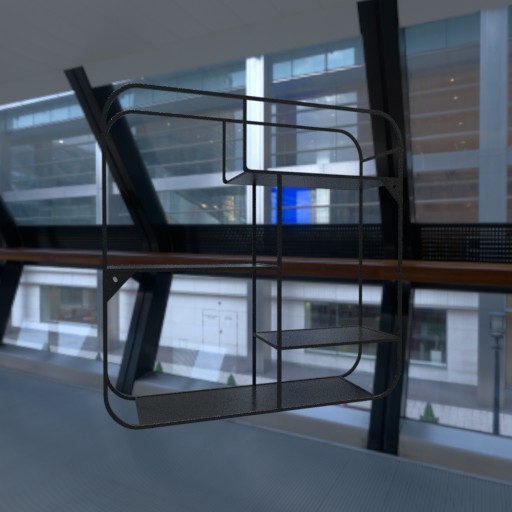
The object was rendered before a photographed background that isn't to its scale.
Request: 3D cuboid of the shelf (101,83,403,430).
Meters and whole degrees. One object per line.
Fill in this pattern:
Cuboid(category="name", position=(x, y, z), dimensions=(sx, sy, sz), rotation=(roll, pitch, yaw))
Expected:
Cuboid(category="shelf", position=(0.000, 0.000, 0.919), dimensions=(0.600, 0.600, 0.160), rotation=(0, 1, -19))
